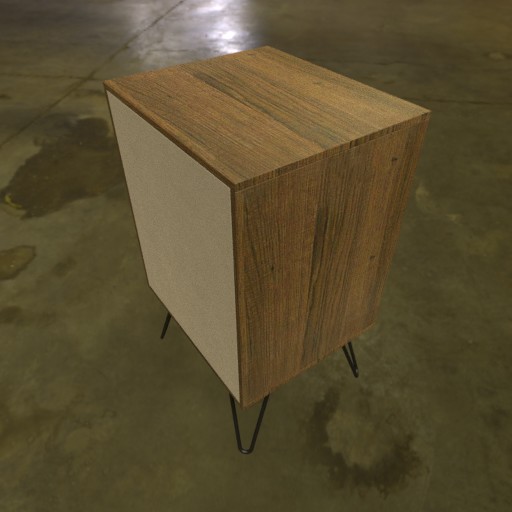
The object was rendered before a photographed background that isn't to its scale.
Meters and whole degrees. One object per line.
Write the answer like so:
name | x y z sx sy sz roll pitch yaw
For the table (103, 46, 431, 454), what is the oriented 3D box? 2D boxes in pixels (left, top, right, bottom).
table | 0.000 0.000 1.185 0.457 0.866 0.526 -25 47 -26
